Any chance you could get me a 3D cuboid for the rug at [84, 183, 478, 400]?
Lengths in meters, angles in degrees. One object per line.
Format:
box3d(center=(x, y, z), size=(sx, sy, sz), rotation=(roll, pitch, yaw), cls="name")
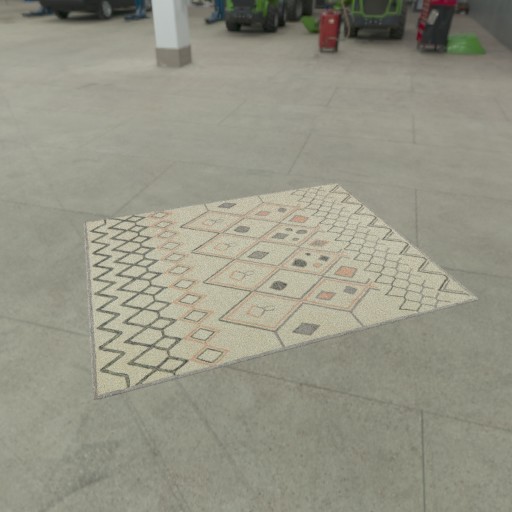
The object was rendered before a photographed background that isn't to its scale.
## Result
box3d(center=(0.000, 0.000, 4.198), size=(3.050, 0.016, 2.441), rotation=(-11, 35, -16), cls="rug")
